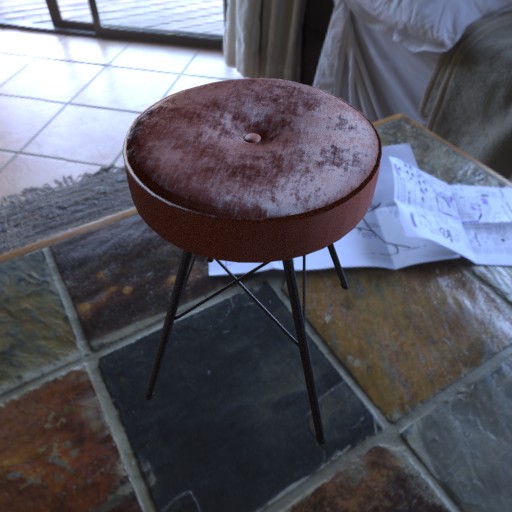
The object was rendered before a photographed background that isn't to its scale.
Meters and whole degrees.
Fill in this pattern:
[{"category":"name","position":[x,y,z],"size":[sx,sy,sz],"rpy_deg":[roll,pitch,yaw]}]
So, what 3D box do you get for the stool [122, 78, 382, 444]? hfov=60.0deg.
[{"category":"stool","position":[0.000,0.000,0.912],"size":[0.421,0.593,0.457],"rpy_deg":[11,48,10]}]
